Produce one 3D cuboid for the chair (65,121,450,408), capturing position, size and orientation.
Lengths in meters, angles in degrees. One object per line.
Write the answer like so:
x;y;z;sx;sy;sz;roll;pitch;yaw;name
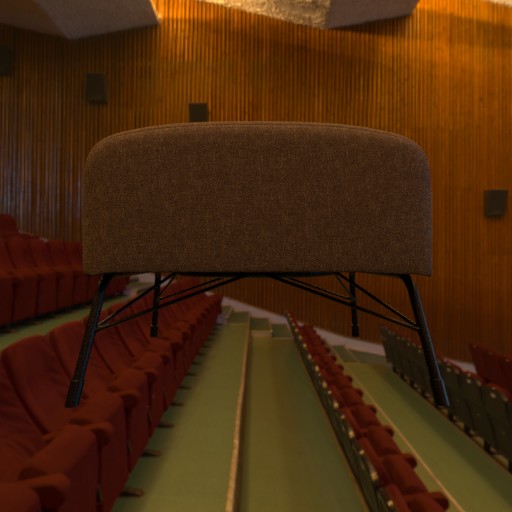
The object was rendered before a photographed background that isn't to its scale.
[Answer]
0.000;0.000;0.867;0.530;0.410;0.530;0;0;-1;chair
